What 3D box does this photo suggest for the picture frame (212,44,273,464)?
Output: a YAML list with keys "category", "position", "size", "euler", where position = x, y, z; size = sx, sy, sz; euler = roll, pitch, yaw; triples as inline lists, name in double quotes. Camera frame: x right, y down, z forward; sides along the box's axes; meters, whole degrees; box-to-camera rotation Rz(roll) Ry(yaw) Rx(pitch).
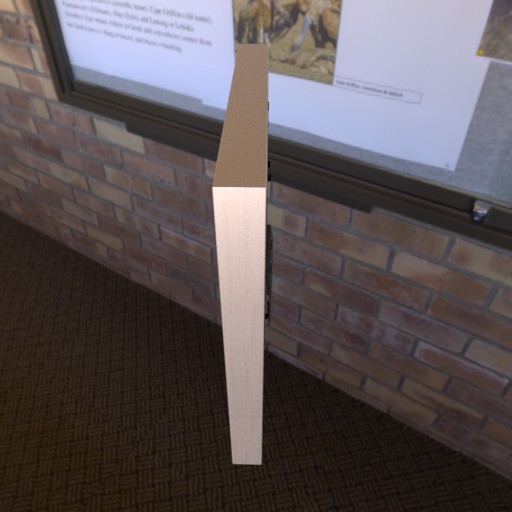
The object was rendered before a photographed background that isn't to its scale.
- category: "picture frame"
  position: [0.000, 0.000, 0.385]
  size: [0.036, 0.282, 0.233]
  euler: [1, 41, 1]
